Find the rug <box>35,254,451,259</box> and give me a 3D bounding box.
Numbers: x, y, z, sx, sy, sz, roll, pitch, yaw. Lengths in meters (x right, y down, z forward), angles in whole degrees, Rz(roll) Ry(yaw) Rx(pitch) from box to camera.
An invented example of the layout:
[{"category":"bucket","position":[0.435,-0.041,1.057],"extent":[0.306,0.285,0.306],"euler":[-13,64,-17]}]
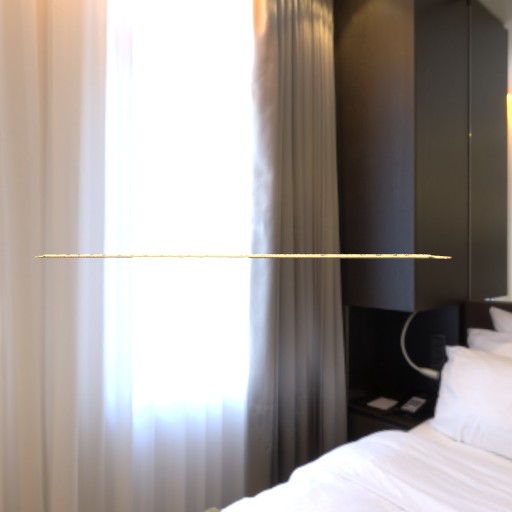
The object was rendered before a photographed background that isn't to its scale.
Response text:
[{"category":"rug","position":[0.000,0.000,2.400],"extent":[1.847,0.014,1.230],"euler":[0,0,19]}]
